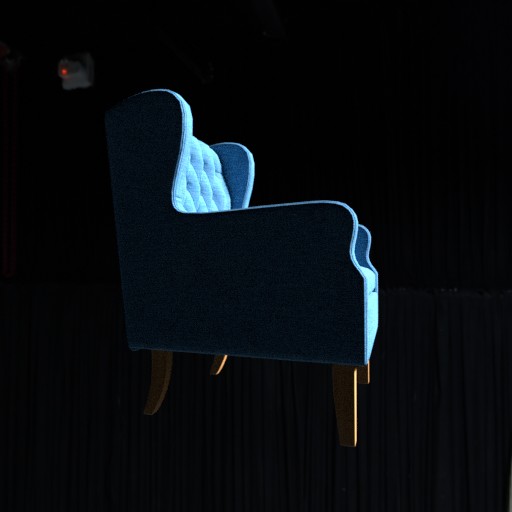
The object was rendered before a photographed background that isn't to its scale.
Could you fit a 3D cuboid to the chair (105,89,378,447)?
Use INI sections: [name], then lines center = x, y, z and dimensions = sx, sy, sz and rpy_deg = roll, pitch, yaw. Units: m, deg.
[chair]
center = 0.000, 0.000, 1.505
dimensions = 0.775, 0.952, 0.711
rpy_deg = 0, -1, 17
